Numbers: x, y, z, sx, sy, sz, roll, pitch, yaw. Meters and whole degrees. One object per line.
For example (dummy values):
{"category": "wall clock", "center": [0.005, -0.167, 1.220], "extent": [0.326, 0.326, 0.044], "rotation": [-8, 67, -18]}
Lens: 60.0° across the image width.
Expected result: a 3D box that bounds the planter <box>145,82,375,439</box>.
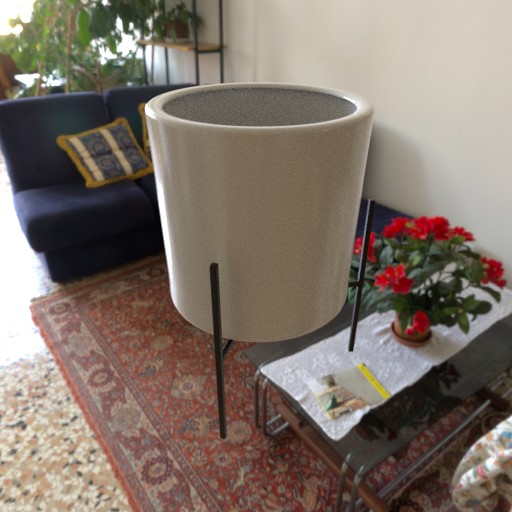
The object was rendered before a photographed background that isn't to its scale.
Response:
{"category": "planter", "center": [0.000, 0.000, 0.646], "extent": [0.307, 0.431, 0.308], "rotation": [9, 32, 15]}
